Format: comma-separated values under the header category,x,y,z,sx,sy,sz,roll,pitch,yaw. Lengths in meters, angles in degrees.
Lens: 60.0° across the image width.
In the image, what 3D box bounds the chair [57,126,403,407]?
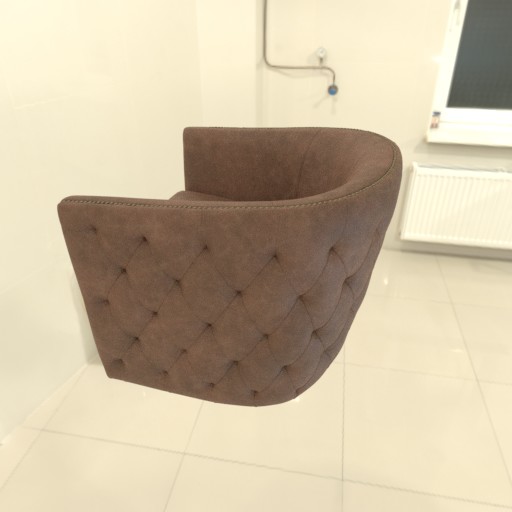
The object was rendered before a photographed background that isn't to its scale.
category,x,y,z,sx,sy,sz,roll,pitch,yaw
chair,0.000,0.000,1.546,0.870,0.790,0.850,9,32,15
